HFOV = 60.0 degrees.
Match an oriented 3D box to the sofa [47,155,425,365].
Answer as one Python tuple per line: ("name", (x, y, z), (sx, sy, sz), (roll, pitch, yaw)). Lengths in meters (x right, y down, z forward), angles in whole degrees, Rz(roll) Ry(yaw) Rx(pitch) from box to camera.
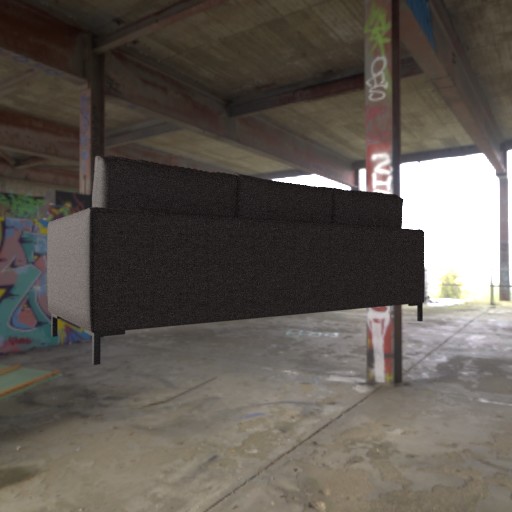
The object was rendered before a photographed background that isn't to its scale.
("sofa", (0.000, 0.000, 2.734), (2.253, 0.882, 0.876), (0, -1, -35))
